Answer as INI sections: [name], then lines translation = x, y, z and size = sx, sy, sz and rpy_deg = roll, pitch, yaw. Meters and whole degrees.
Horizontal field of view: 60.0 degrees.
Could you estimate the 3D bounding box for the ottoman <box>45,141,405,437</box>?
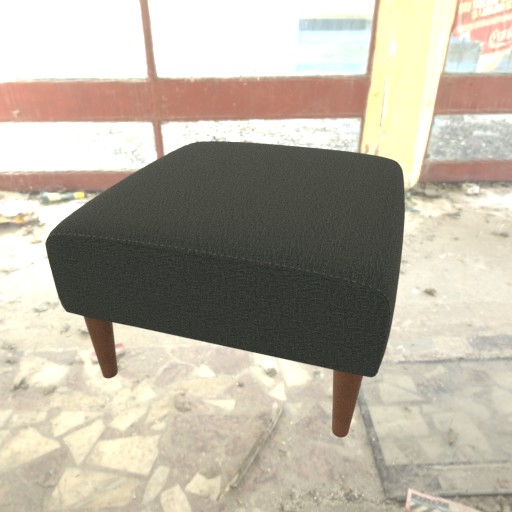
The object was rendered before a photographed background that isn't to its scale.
[ottoman]
translation = 0.000, 0.000, 1.064
size = 0.649, 0.398, 0.650
rpy_deg = 9, 31, 15
